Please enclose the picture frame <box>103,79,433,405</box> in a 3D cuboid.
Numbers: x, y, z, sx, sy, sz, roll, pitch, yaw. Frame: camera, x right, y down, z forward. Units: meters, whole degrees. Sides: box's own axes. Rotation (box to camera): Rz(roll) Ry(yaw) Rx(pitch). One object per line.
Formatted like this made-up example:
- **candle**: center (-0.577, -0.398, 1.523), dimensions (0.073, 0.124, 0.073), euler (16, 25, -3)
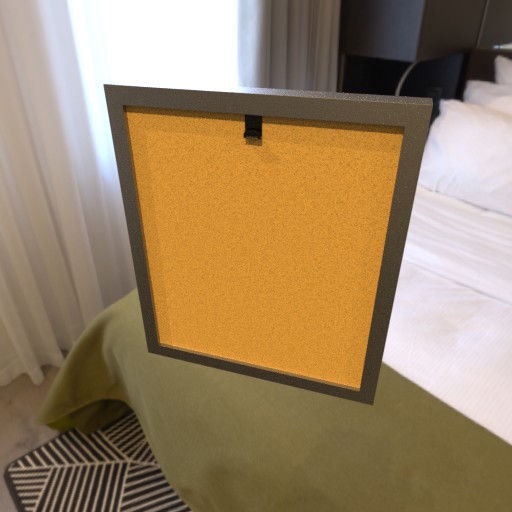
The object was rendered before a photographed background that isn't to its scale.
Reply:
- **picture frame**: center (0.000, 0.000, 1.361), dimensions (0.839, 0.968, 0.073), euler (9, 32, 15)
